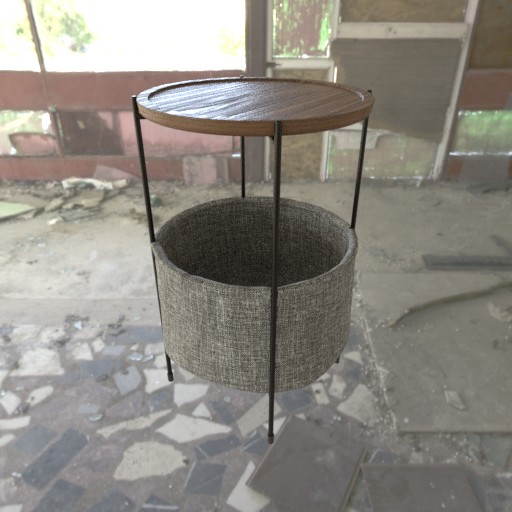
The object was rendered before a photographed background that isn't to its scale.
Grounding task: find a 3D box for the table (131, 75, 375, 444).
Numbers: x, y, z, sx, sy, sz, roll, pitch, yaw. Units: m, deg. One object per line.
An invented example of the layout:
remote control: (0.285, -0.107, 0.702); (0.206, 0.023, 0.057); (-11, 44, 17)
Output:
table: (0.000, 0.000, 0.890); (0.400, 0.623, 0.400); (20, 35, 31)
